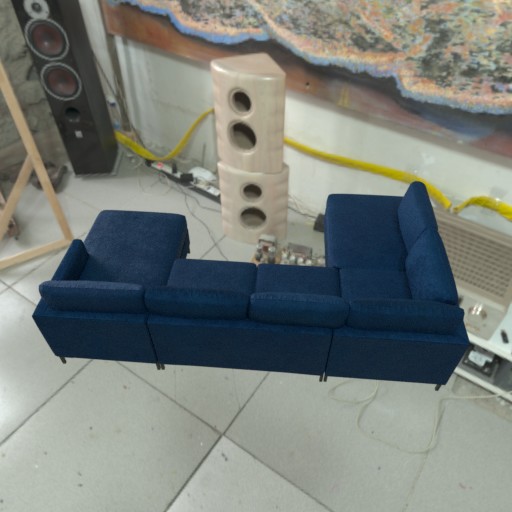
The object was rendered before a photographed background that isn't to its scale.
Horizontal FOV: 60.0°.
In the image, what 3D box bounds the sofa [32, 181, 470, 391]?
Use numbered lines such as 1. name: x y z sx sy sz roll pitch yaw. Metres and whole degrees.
1. sofa: 0.000 0.000 4.274 3.434 0.992 2.055 3 45 3
